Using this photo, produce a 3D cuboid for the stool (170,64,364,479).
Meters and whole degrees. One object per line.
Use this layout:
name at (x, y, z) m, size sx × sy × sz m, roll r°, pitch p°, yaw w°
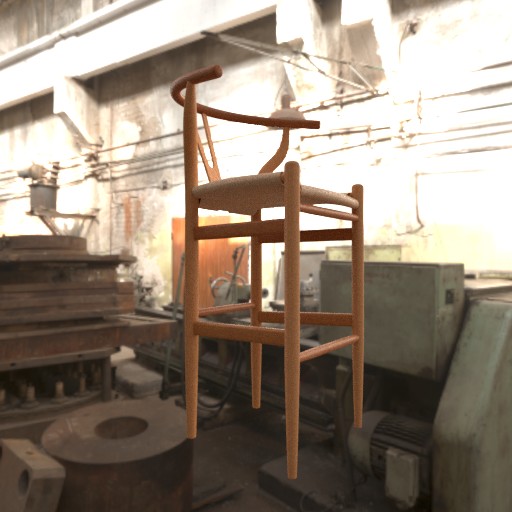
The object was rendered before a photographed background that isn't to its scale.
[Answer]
stool at (0.000, 0.000, 1.375) m, size 0.561 × 1.068 × 0.574 m, roll 0°, pitch -1°, yaw 36°
